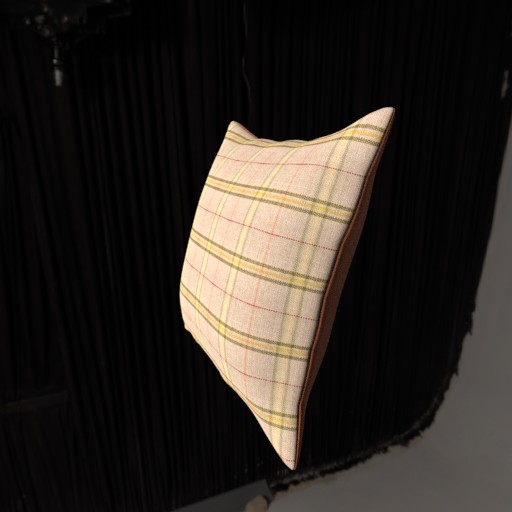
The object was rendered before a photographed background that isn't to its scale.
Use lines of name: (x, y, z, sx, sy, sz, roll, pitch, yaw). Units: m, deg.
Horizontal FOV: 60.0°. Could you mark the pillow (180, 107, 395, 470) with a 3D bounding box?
pillow: (0.000, 0.000, 0.708, 0.200, 0.430, 0.453, -7, 17, -25)
